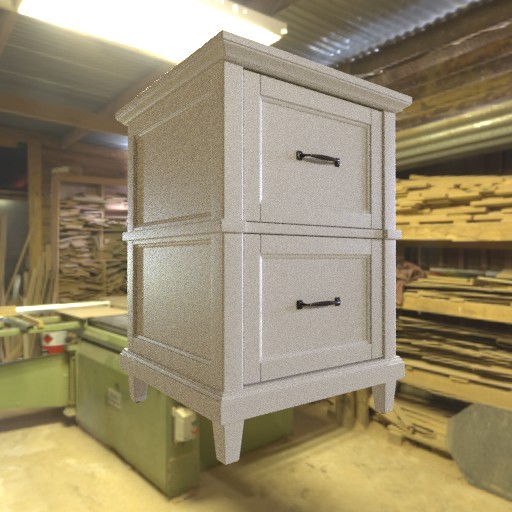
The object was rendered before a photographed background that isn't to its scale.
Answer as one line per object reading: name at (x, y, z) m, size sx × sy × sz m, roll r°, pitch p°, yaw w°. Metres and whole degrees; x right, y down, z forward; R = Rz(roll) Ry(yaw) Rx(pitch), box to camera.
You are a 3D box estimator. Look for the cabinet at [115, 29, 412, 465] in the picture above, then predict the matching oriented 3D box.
cabinet at (0.000, 0.000, 1.138) m, size 0.544 × 0.775 × 0.547 m, roll 0°, pitch -1°, yaw -36°
